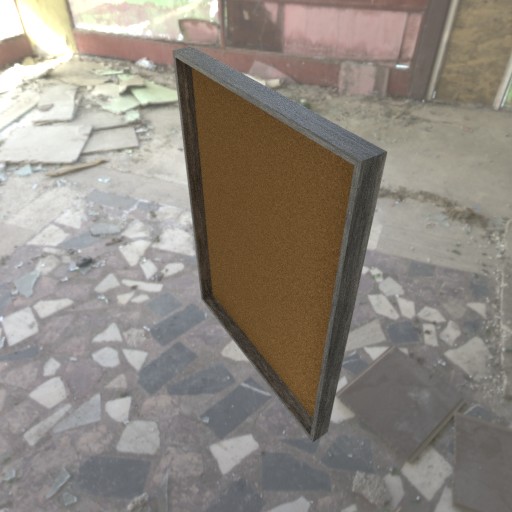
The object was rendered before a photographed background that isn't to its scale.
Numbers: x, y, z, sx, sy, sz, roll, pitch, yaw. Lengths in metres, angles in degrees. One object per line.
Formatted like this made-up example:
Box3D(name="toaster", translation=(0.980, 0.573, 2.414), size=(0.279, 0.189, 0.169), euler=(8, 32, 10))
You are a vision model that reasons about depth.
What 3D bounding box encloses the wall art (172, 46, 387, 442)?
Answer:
Box3D(name="wall art", translation=(0.000, 0.000, 1.355), size=(0.063, 1.016, 0.762), euler=(-23, 46, -25))
